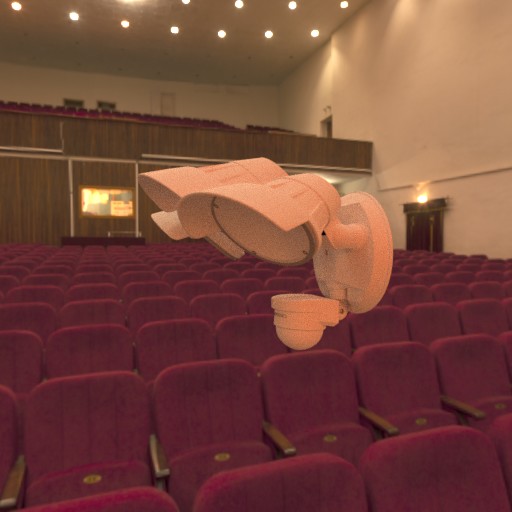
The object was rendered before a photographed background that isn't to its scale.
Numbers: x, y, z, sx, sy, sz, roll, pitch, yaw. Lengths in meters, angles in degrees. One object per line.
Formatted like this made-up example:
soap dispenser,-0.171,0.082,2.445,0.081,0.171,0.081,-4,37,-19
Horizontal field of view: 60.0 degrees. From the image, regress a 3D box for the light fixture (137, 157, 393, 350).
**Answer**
light fixture,0.000,0.000,0.539,0.278,0.237,0.369,0,1,-20
